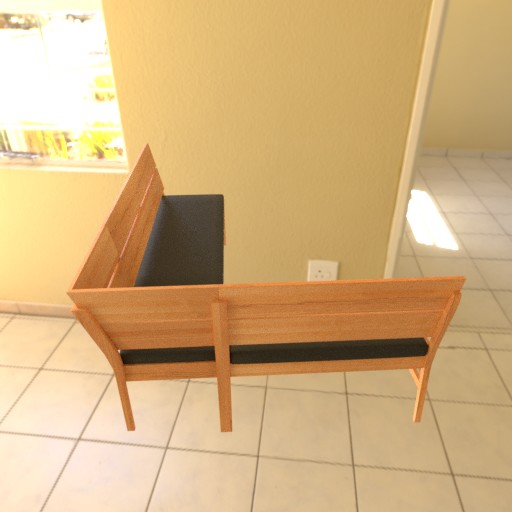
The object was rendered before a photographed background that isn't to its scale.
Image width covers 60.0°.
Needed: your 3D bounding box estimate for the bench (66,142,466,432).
[{"bbox_3d":[0.000,0.000,2.766,1.548,0.890,1.948,-2,31,-3],"label":"bench"}]
